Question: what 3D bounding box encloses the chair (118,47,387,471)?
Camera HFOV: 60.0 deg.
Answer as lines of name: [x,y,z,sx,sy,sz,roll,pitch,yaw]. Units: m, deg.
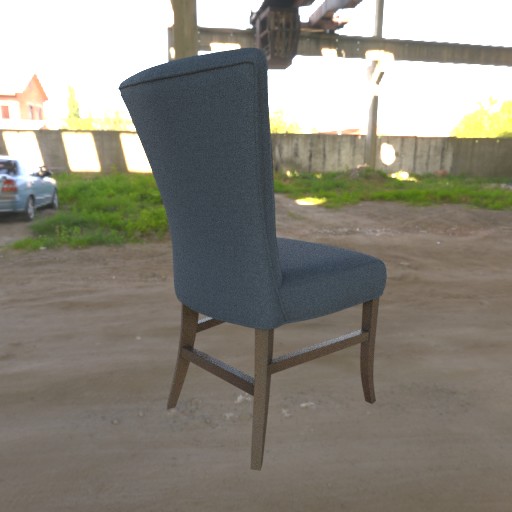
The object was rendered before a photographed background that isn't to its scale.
chair: [0.000,0.000,1.298,0.660,0.991,0.520,-12,18,-43]
